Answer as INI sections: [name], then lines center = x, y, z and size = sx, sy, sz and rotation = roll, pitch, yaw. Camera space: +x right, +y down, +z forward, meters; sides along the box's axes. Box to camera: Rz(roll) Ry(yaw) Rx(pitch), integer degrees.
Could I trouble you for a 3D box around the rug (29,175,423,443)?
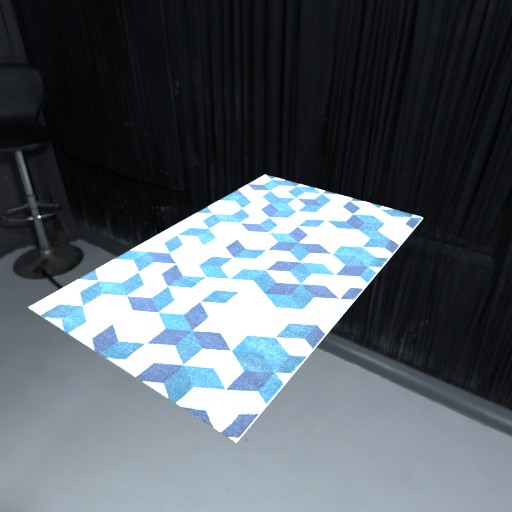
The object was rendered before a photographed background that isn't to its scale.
[rug]
center = 0.000, 0.000, 3.043
size = 1.518, 0.015, 2.438
rotation = 21, 38, 29
